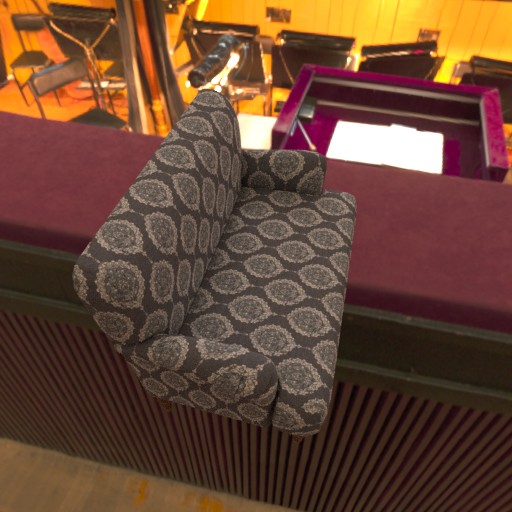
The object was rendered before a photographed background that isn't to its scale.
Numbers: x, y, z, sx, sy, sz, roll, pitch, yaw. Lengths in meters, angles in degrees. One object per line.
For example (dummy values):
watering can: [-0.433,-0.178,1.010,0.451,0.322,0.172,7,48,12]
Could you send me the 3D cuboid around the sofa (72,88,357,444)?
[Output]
sofa: [0.000,0.000,1.843,0.779,0.867,1.297,10,47,10]
